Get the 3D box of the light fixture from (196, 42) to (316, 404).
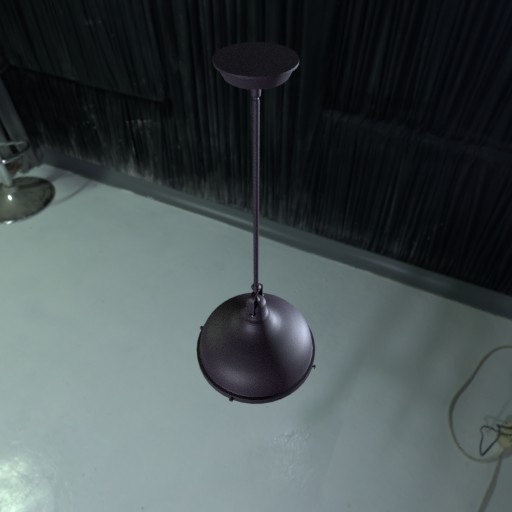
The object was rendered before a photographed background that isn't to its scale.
[{"bbox_3d":[0.000,0.000,0.968,0.341,0.849,0.341,16,48,15],"label":"light fixture"}]
